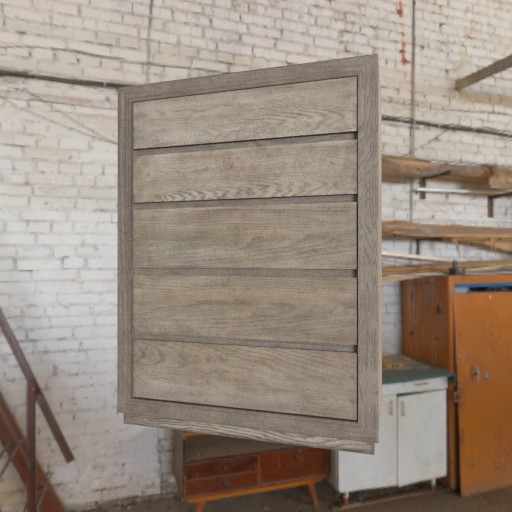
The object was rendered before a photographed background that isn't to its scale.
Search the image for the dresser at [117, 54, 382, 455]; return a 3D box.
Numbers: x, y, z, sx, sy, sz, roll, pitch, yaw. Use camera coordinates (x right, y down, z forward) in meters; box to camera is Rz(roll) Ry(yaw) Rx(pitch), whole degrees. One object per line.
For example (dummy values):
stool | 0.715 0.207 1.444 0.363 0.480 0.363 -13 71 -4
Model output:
dresser | 0.000 0.000 1.789 0.967 1.295 0.483 0 0 17
